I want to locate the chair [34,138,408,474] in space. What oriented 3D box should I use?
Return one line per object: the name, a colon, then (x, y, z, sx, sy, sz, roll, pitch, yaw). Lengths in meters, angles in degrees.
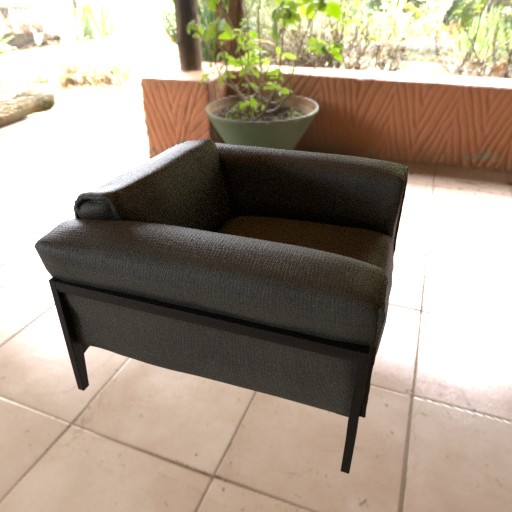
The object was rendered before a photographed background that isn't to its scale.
chair: (0.000, 0.000, 1.611, 0.969, 0.646, 1.056, 10, 31, 17)
